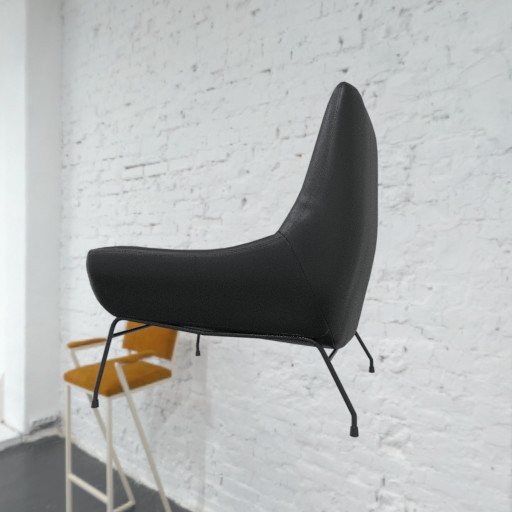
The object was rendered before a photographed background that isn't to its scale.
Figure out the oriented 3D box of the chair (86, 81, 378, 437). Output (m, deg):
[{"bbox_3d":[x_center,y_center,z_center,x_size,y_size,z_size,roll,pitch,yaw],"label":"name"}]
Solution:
[{"bbox_3d":[0.000,0.000,1.566,0.826,0.922,0.836,0,0,19],"label":"chair"}]
